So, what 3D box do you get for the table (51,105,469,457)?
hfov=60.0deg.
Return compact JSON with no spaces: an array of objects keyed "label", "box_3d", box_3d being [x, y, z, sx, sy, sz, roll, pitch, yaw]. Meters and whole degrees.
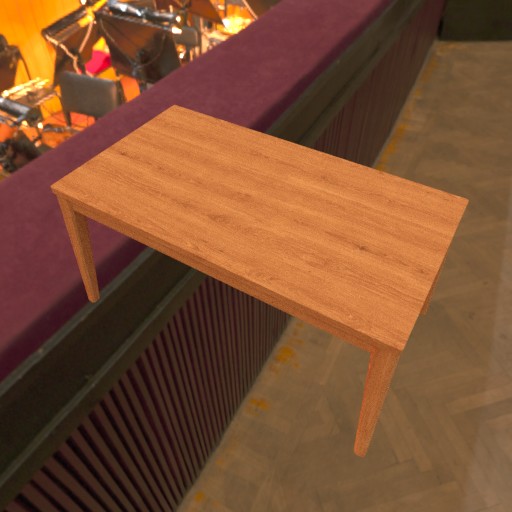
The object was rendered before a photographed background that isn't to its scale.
[{"label":"table","box_3d":[0.000,0.000,2.122,1.600,0.760,0.900,24,51,21]}]
